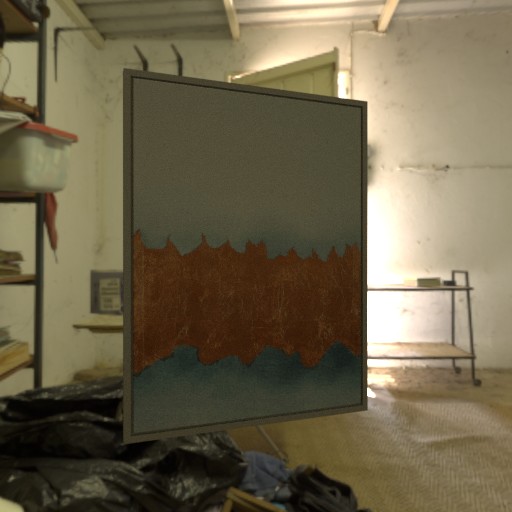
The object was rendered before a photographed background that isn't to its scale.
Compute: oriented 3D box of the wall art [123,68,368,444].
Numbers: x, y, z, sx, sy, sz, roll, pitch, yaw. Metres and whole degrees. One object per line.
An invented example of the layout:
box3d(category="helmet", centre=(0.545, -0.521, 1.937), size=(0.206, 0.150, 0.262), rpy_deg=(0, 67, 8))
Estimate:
box3d(category="wall art", centre=(0.000, 0.000, 1.375), size=(0.789, 1.042, 0.034), rpy_deg=(0, 0, -20))
